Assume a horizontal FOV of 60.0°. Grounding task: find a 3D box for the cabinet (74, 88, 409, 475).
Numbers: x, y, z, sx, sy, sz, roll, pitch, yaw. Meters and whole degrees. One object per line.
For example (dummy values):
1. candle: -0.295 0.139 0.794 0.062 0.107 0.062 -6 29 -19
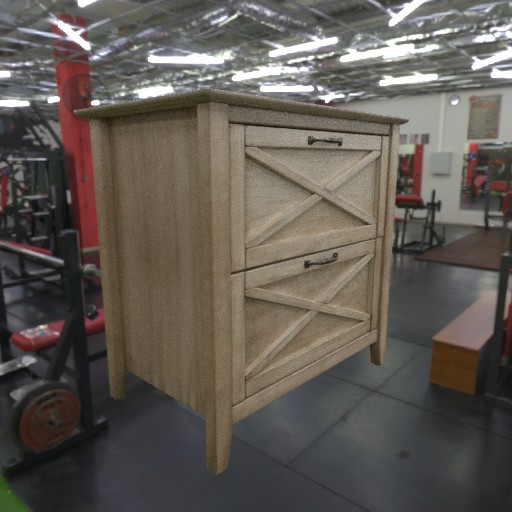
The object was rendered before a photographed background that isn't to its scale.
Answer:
1. cabinet: 0.000 0.000 1.250 0.503 0.762 0.763 11 17 42
